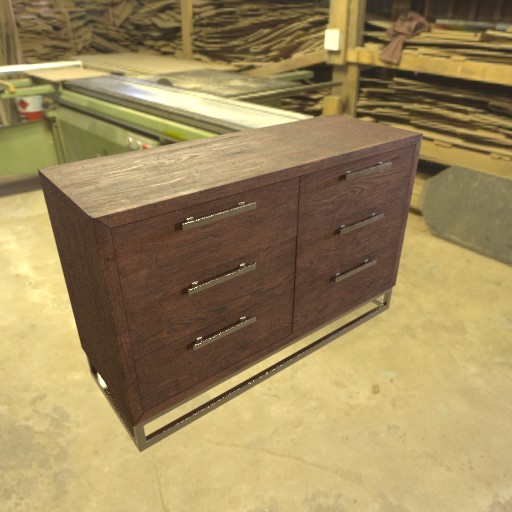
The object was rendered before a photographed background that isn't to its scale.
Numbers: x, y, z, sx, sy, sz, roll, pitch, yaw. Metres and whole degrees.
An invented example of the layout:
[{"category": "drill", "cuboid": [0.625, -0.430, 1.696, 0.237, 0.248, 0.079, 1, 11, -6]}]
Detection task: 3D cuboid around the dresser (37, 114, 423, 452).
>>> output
[{"category": "dresser", "cuboid": [0.000, 0.000, 2.187, 1.646, 1.061, 0.623, -21, 35, -32]}]
